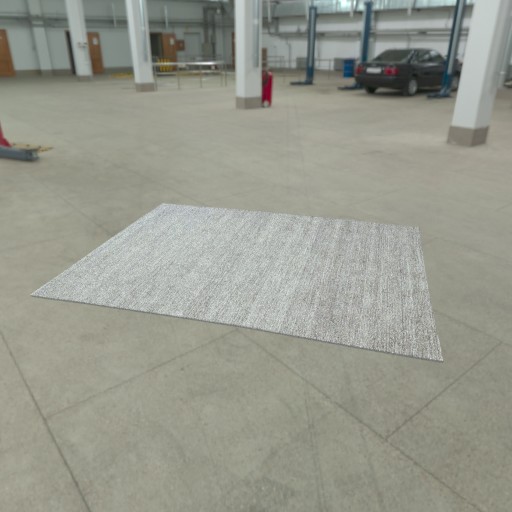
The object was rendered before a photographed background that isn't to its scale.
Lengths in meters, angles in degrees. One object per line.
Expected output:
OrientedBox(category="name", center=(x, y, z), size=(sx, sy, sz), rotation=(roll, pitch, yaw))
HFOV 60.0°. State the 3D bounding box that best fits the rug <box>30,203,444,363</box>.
OrientedBox(category="rug", center=(0.000, 0.000, 4.318), size=(3.202, 0.045, 2.434), rotation=(7, 26, 14))
